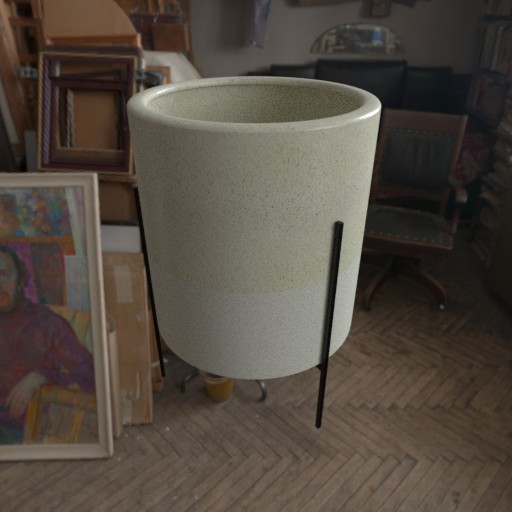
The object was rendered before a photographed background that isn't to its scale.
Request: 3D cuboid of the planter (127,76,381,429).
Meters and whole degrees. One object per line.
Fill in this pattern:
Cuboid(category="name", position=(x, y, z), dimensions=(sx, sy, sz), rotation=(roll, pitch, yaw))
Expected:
Cuboid(category="planter", position=(0.000, 0.000, 0.697), dimensions=(0.324, 0.483, 0.333), rotation=(-22, 37, -32))
